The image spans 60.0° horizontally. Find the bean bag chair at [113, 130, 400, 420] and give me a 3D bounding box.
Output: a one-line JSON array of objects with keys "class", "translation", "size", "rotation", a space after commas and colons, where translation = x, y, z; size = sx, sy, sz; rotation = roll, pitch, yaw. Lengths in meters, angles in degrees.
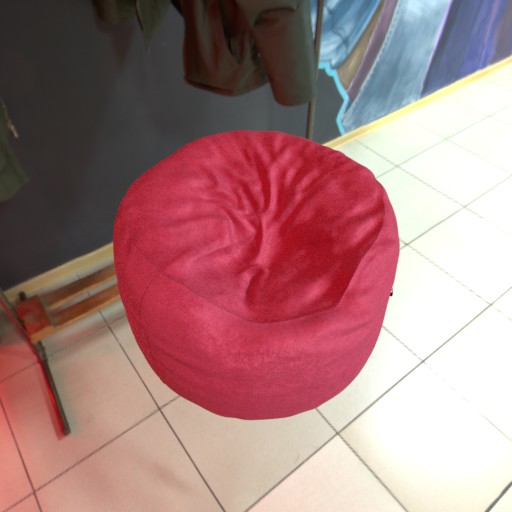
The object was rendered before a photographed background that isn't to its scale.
[{"class": "bean bag chair", "translation": [0.000, 0.000, 1.973], "size": [1.218, 0.788, 1.218], "rotation": [0, 47, 0]}]
